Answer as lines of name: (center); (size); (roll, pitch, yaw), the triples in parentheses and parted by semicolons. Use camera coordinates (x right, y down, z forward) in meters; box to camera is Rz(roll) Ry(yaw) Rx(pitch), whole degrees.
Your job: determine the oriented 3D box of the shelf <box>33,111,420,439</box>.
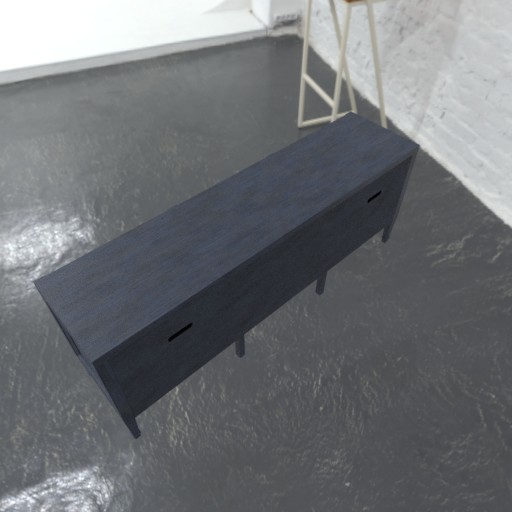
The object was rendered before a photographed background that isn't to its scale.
shelf: (0.000, 0.000, 2.261); (1.878, 0.715, 0.471); (-34, 56, -27)
